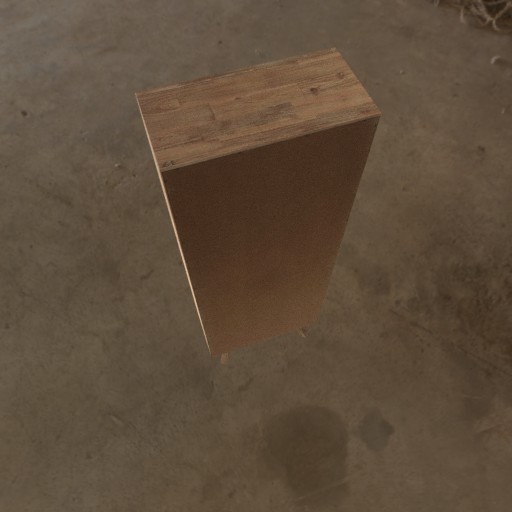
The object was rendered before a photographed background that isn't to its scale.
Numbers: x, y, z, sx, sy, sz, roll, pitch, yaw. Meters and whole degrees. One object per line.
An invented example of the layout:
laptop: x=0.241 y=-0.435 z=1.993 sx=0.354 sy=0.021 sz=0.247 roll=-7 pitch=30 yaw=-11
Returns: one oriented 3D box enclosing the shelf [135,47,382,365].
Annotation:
shelf: x=0.000 y=0.000 z=1.555 sx=0.491 sy=1.342 sz=0.267 roll=-17 pitch=61 yaw=-10
